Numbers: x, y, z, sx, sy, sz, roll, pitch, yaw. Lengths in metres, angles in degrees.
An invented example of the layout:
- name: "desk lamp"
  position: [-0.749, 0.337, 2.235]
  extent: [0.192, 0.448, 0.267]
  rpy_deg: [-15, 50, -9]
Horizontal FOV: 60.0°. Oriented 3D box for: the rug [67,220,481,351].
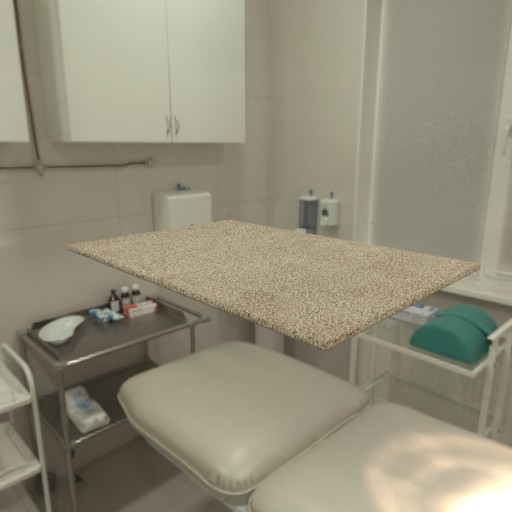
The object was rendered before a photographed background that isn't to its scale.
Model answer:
- name: "rug"
  position: [0.000, 0.000, 2.272]
  extent: [1.219, 0.030, 1.778]
  rpy_deg: [-14, 20, -43]
